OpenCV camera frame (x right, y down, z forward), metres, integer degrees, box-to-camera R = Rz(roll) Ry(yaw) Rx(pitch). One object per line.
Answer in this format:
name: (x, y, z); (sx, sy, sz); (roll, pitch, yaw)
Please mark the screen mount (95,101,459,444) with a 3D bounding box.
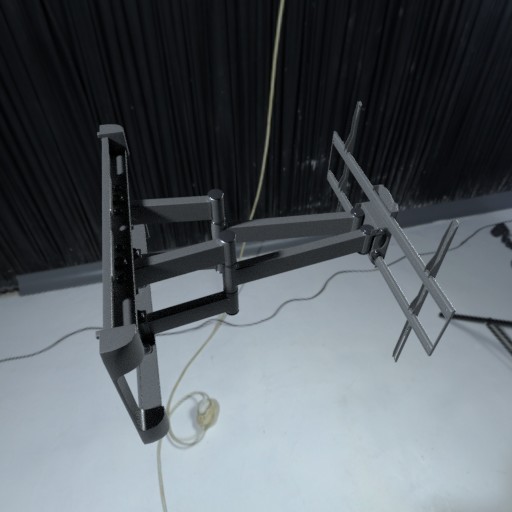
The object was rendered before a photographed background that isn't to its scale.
screen mount: (0.000, 0.000, 1.073); (0.644, 0.491, 0.661); (-10, 48, -9)
